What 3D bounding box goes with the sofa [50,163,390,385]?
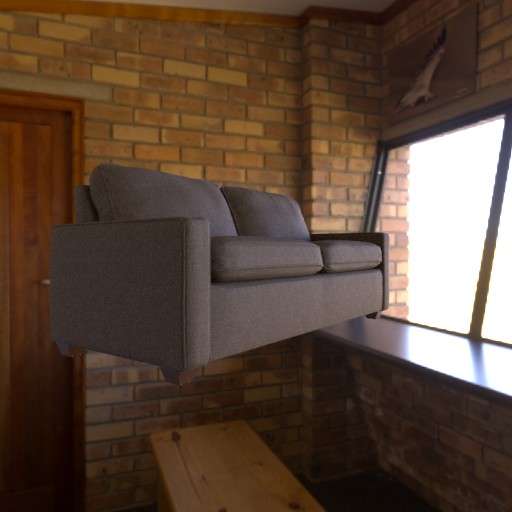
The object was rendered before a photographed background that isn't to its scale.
[{"bbox_3d":[0.000,0.000,2.628,0.940,0.919,2.080,1,1,36],"label":"sofa"}]
